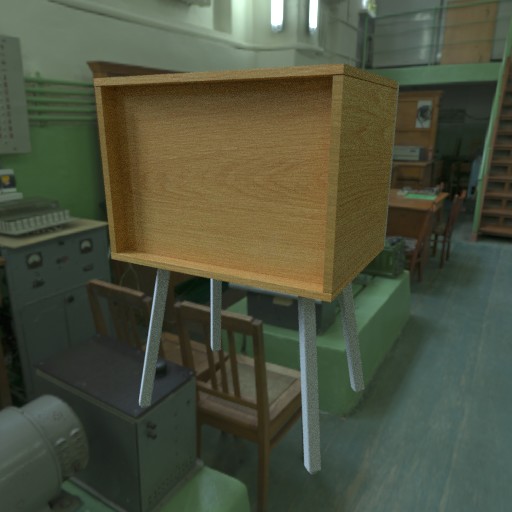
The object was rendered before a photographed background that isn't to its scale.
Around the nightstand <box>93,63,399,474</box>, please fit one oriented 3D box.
[{"bbox_3d":[0.000,0.000,0.814,0.400,0.601,0.316,9,19,27],"label":"nightstand"}]
